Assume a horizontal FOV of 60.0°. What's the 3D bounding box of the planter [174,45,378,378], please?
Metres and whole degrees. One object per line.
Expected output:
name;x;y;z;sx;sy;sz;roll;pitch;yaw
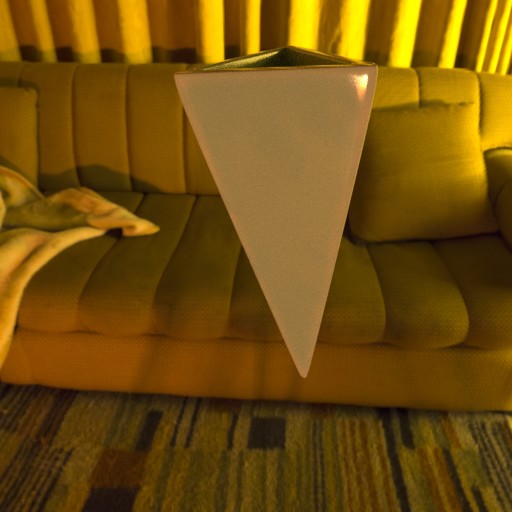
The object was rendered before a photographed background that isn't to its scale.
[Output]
planter;0.000;0.000;0.215;0.064;0.178;0.080;-9;31;-15
